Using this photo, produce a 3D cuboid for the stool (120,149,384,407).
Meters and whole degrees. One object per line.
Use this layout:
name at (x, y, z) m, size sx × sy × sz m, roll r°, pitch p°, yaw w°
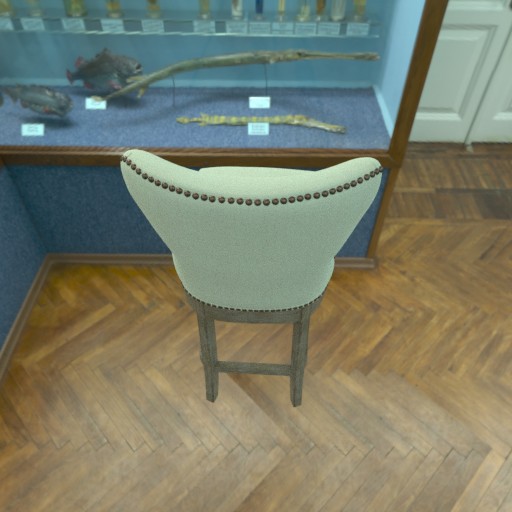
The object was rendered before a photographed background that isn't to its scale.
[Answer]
stool at (0.000, 0.000, 1.307) m, size 0.498 × 0.981 × 0.608 m, roll 2°, pitch 47°, yaw 2°
